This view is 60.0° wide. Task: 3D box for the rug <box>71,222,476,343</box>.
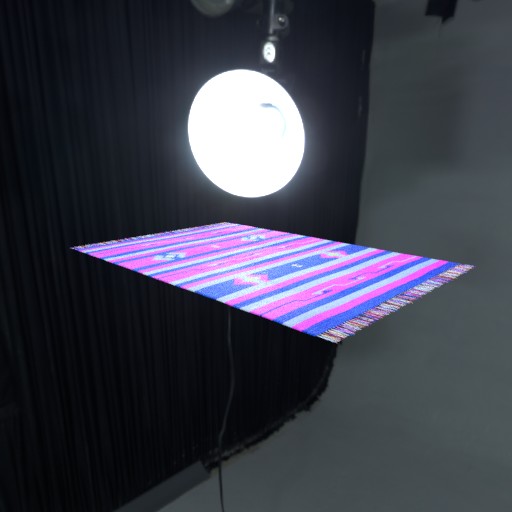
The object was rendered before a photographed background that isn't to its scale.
[{"bbox_3d":[0.000,0.000,3.008,2.350,0.013,1.539,13,19,42],"label":"rug"}]
